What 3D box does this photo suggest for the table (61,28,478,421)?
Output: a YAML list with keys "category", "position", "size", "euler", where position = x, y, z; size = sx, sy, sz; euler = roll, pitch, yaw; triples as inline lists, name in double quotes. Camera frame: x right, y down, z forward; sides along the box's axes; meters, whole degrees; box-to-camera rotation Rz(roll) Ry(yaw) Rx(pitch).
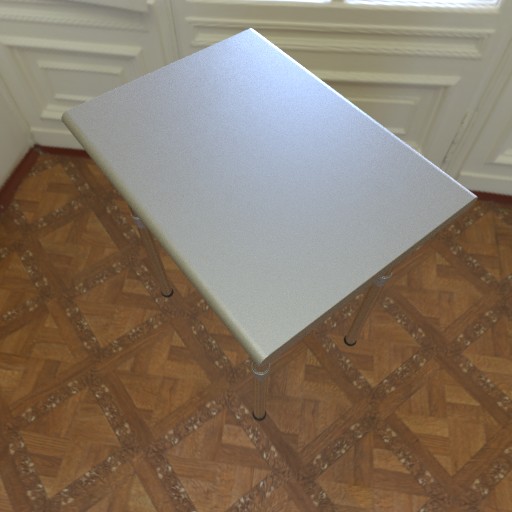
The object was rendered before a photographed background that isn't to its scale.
- category: "table"
  position: [0.000, 0.000, 1.351]
  size: [0.584, 0.876, 0.762]
  euler: [-33, 64, -19]
